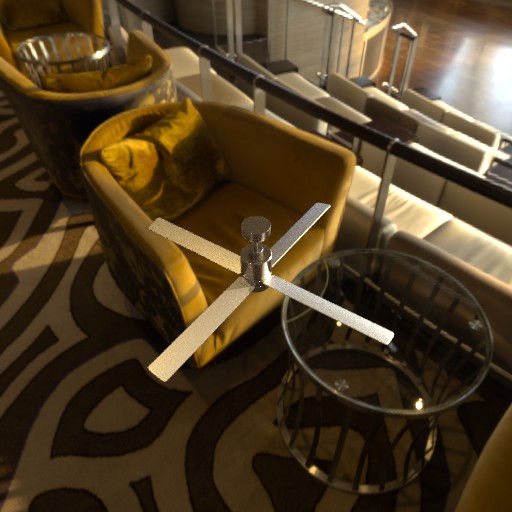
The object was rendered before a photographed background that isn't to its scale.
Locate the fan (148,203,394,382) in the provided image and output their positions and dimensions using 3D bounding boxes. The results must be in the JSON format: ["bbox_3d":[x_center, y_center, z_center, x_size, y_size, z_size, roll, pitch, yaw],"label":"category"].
[{"bbox_3d":[0.000,0.000,1.983,1.322,0.355,1.322,25,48,25],"label":"fan"}]
